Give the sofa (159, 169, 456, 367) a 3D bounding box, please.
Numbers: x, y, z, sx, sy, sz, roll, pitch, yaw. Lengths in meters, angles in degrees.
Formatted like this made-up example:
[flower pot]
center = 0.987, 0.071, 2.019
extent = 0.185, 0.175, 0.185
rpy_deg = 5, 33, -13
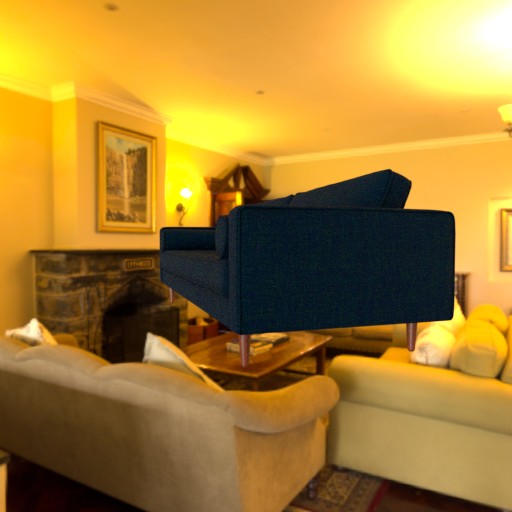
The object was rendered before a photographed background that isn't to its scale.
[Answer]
[sofa]
center = 0.000, 0.000, 2.624
extent = 0.914, 0.762, 2.210
rpy_deg = -1, 2, -19
